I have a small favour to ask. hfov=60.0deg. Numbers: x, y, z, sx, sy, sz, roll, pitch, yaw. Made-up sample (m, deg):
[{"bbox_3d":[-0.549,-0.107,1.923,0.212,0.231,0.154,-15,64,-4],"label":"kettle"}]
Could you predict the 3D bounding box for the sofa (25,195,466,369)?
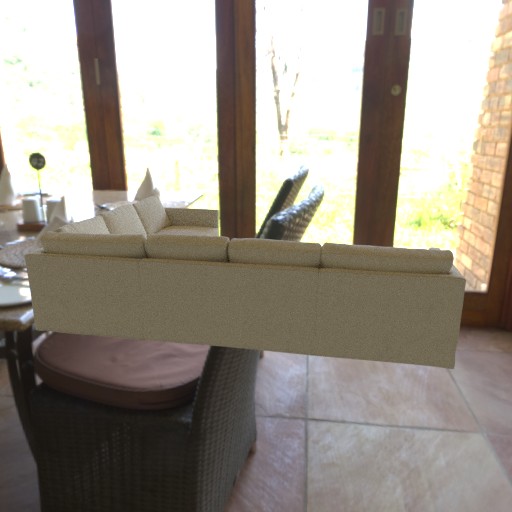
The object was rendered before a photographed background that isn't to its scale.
[{"bbox_3d":[0.000,0.000,4.549,3.464,0.882,2.448,3,16,10],"label":"sofa"}]
